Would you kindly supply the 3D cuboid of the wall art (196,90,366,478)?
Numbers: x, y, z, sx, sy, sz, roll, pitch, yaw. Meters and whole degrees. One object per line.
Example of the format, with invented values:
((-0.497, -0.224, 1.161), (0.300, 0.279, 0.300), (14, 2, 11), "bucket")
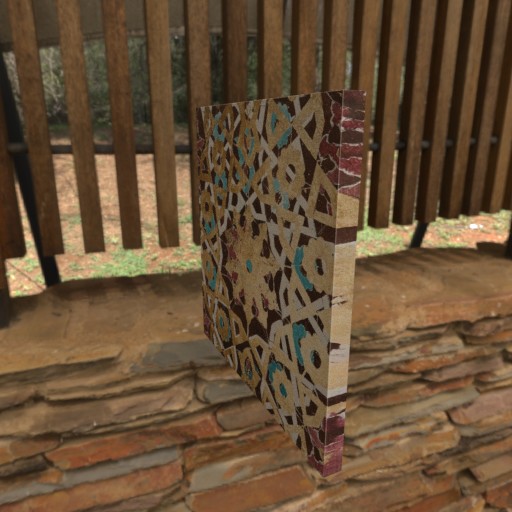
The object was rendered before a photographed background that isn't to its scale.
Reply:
((0.000, 0.000, 0.932), (0.041, 0.613, 0.609), (-8, 18, -24), "wall art")
